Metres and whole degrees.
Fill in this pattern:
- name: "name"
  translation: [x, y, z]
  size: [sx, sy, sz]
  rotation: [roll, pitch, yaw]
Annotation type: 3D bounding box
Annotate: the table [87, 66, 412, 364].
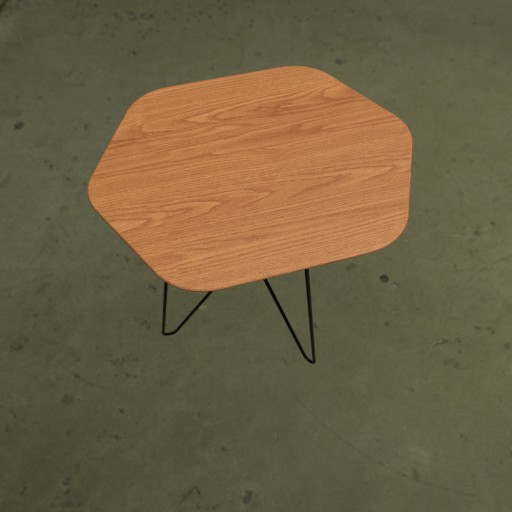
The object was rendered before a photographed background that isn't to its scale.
- name: "table"
  translation: [0.000, 0.000, 0.906]
  size: [0.500, 0.562, 0.400]
  rotation: [-13, 60, -8]
